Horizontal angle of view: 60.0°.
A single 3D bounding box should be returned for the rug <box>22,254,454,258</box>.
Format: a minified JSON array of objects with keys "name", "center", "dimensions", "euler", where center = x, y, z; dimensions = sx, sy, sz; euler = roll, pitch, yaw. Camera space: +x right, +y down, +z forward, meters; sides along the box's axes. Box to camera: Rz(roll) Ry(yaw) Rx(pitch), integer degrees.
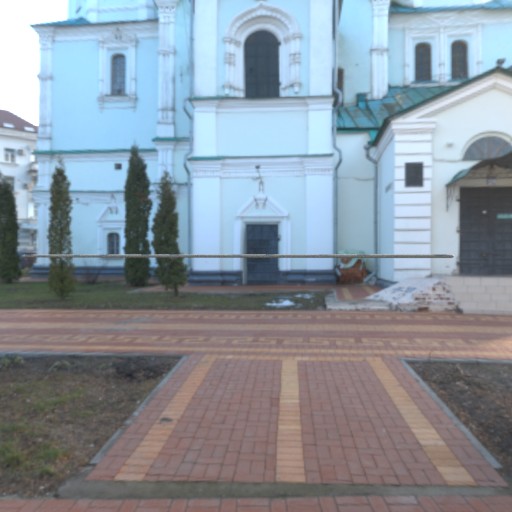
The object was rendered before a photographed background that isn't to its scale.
[{"name":"rug","center":[0.000,0.000,3.867],"dimensions":[2.910,0.021,2.211],"euler":[0,0,17]}]
